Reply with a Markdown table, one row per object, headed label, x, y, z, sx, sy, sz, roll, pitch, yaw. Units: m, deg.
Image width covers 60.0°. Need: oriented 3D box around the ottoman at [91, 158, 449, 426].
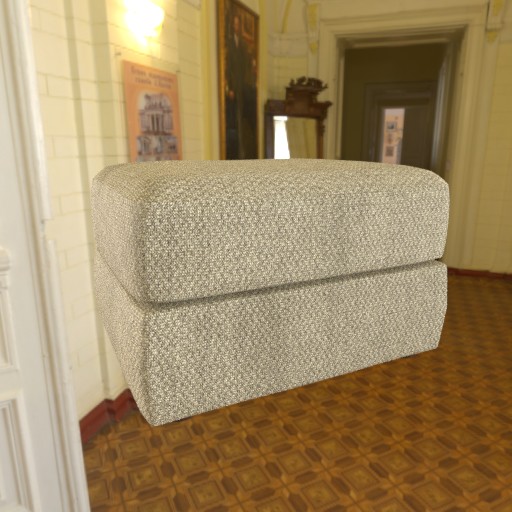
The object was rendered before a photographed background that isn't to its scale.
| label | x | y | z | sx | sy | sz | roll | pitch | yaw |
| --- | --- | --- | --- | --- | --- | --- | --- | --- | --- |
| ottoman | 0.000 | 0.000 | 1.132 | 0.751 | 0.476 | 0.603 | -7 | 16 | -26 |
